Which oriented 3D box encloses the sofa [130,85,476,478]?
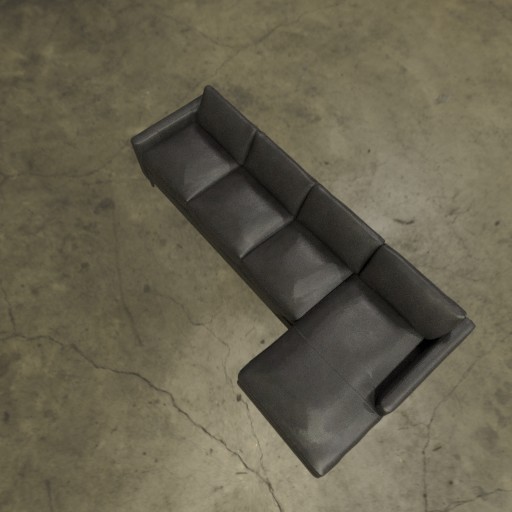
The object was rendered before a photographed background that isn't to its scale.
[{"bbox_3d":[0.000,0.000,3.541,1.471,0.859,2.993,-38,69,-17],"label":"sofa"}]
